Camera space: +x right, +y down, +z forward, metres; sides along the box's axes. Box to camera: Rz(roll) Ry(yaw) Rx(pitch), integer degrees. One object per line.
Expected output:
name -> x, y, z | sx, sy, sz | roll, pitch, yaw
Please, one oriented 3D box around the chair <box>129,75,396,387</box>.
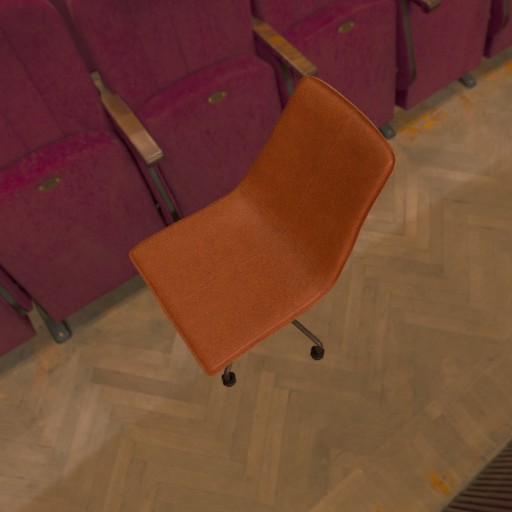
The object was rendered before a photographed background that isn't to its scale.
chair -> 0.000, 0.000, 1.397 | 0.660, 0.920, 0.651 | -32, 67, -15
